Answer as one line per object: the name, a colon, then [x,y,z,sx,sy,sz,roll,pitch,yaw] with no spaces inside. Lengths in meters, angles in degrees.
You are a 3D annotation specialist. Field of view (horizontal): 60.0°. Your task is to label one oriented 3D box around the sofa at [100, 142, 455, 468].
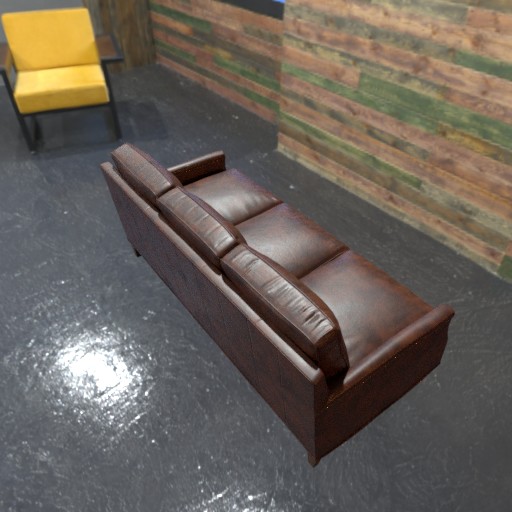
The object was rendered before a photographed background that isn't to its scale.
sofa: [0.000,0.000,2.827,1.084,1.003,2.240,-26,47,-27]
